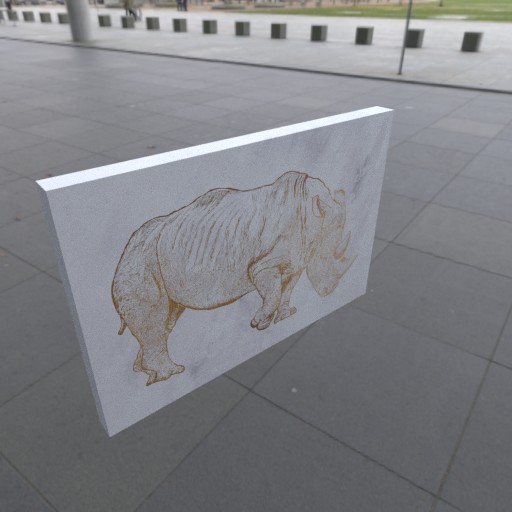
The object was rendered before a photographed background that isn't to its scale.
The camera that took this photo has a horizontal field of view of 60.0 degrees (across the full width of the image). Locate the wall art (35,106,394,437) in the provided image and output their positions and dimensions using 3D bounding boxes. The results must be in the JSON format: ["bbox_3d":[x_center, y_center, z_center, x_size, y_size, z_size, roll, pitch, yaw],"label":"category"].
[{"bbox_3d":[0.000,0.000,0.756,0.609,0.407,0.038,-22,37,-32],"label":"wall art"}]
